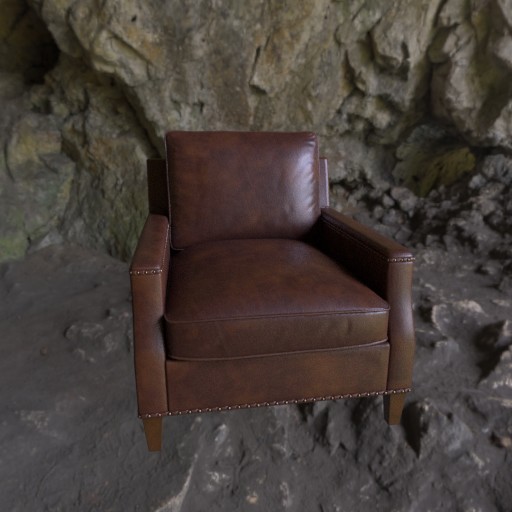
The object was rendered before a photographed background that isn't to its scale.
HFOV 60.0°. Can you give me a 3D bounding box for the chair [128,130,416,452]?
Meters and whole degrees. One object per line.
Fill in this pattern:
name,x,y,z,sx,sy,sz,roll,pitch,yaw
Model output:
chair,0.000,0.000,1.698,0.853,0.929,1.014,-3,16,-9
